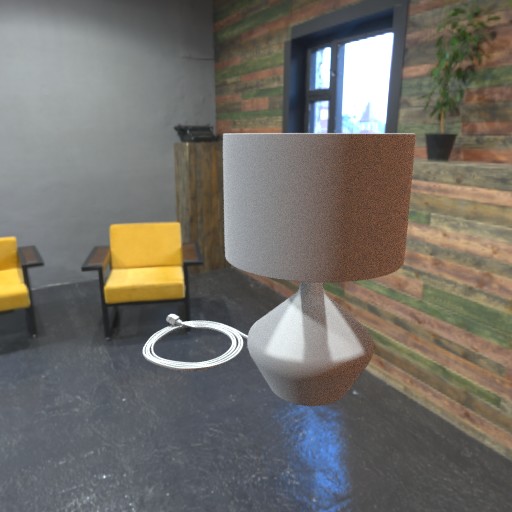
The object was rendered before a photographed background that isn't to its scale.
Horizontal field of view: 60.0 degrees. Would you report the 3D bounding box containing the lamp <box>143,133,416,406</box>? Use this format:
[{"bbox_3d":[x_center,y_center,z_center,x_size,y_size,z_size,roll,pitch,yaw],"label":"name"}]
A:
[{"bbox_3d":[0.000,0.000,0.862,0.401,0.457,0.546,-8,17,-27],"label":"lamp"}]
